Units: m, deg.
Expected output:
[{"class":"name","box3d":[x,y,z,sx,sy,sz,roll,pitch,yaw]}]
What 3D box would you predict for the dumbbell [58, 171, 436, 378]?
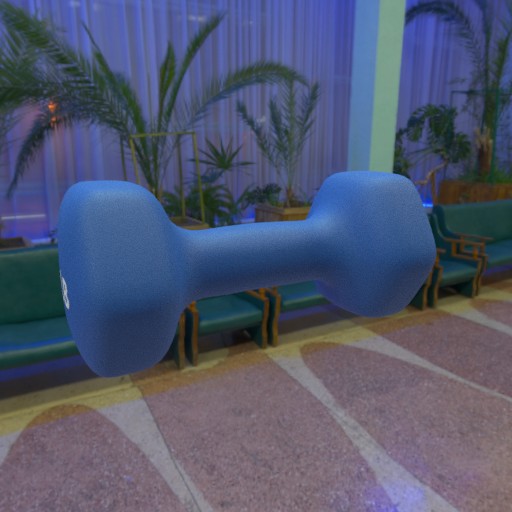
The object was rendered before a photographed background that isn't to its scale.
[{"class":"dumbbell","box3d":[0.000,0.000,0.261,0.212,0.093,0.103,-7,16,-25]}]
